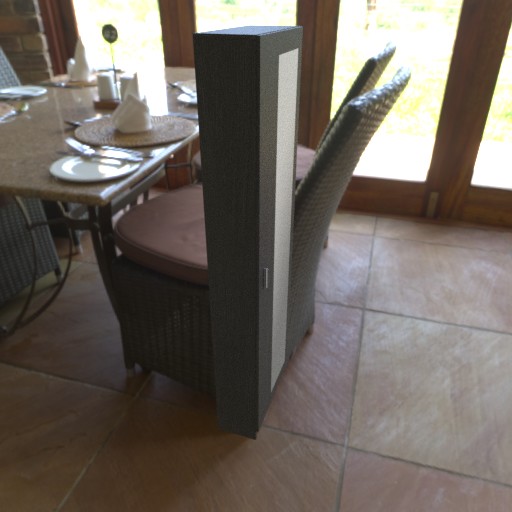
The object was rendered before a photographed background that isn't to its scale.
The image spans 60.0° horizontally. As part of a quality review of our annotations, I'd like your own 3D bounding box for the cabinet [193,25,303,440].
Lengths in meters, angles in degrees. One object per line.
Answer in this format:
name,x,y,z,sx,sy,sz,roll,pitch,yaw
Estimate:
cabinet,0.000,0.000,1.962,0.230,1.790,0.500,10,32,17
